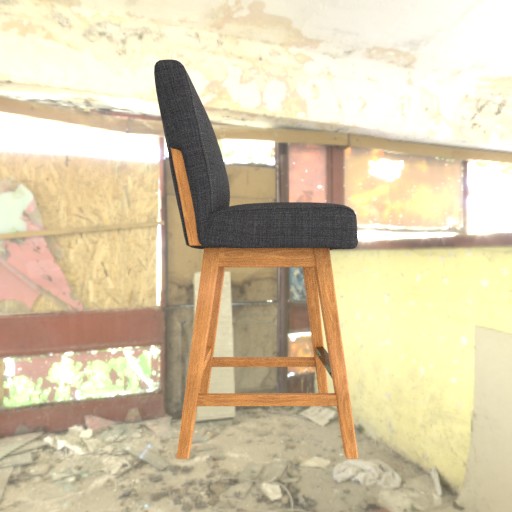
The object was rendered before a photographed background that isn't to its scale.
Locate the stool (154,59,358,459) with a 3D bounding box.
[{"bbox_3d":[0.000,0.000,1.330,0.526,1.010,0.459,0,0,0],"label":"stool"}]
